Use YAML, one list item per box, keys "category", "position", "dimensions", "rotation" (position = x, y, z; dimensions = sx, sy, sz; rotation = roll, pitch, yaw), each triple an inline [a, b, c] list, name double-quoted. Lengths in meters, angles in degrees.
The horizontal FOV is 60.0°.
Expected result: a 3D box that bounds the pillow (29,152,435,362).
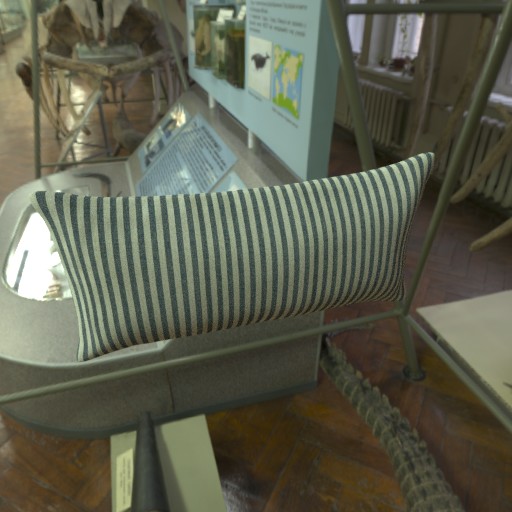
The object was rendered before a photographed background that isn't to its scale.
- category: "pillow"
  position: [0.000, 0.000, 0.726]
  dimensions: [0.617, 0.295, 0.151]
  rotation: [-9, 31, -15]
